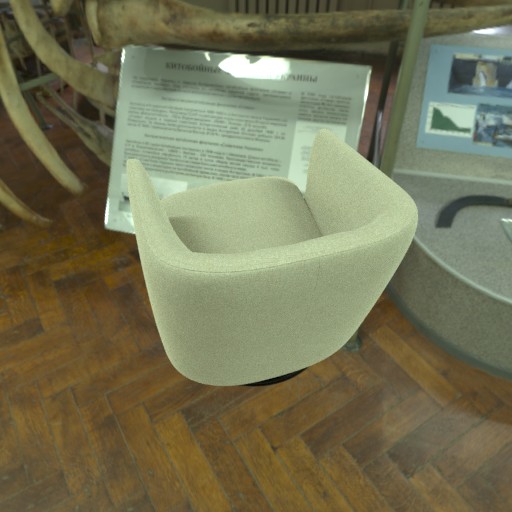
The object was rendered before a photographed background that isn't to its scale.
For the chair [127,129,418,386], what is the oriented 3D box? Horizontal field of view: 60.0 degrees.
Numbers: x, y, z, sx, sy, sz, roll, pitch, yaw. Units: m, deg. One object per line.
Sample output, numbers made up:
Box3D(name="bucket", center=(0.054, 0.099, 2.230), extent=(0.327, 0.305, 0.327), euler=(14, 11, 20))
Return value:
Box3D(name="chair", center=(0.000, 0.000, 1.672), extent=(0.822, 0.861, 0.986), euler=(-12, 44, -13))
